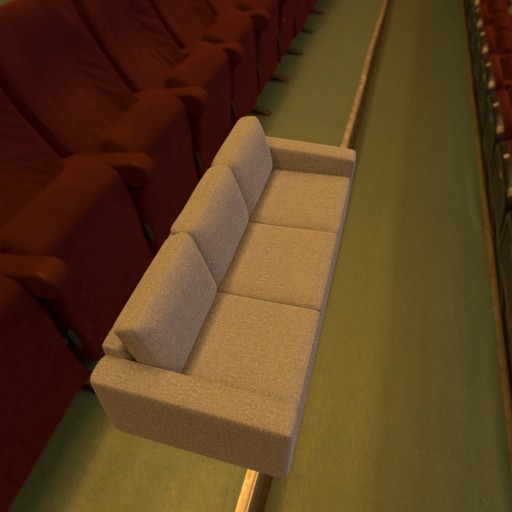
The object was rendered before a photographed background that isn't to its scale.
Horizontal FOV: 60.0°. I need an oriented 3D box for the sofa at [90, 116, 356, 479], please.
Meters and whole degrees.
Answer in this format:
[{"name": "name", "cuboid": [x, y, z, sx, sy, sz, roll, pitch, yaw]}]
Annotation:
[{"name": "sofa", "cuboid": [0.000, 0.000, 2.607, 0.900, 0.800, 2.120, 11, 46, 11]}]
